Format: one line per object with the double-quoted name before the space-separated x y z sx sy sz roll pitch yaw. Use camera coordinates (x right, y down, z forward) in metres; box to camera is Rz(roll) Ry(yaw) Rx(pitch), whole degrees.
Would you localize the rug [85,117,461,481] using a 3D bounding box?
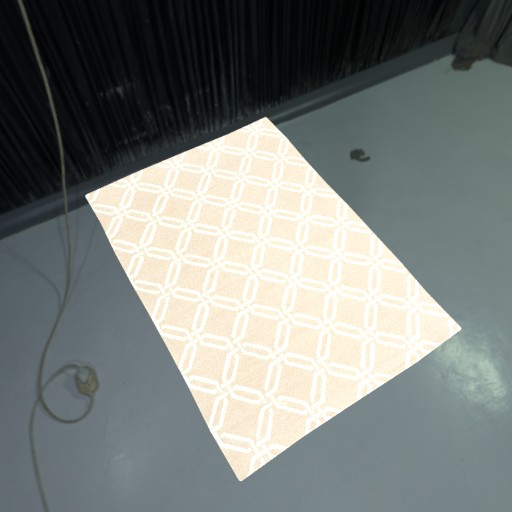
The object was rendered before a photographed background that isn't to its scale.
"rug" 0.000 0.000 2.846 1.524 0.013 2.135 -28 62 -16
